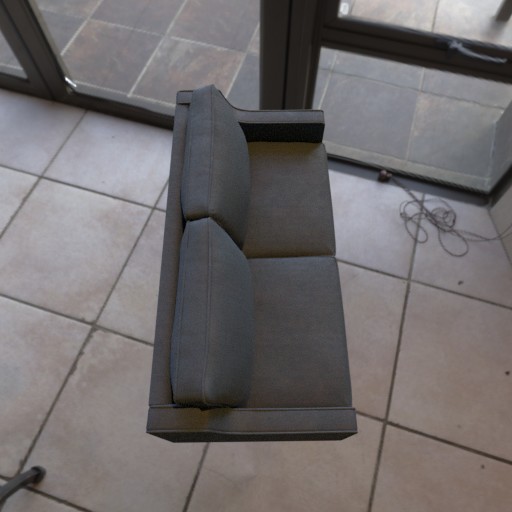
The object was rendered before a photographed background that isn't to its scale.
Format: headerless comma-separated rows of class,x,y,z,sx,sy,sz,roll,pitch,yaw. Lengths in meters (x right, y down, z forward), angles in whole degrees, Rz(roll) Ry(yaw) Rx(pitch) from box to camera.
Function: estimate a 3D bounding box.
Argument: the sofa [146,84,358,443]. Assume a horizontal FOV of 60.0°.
sofa,0.000,0.000,2.861,1.066,1.071,2.178,-1,64,0
